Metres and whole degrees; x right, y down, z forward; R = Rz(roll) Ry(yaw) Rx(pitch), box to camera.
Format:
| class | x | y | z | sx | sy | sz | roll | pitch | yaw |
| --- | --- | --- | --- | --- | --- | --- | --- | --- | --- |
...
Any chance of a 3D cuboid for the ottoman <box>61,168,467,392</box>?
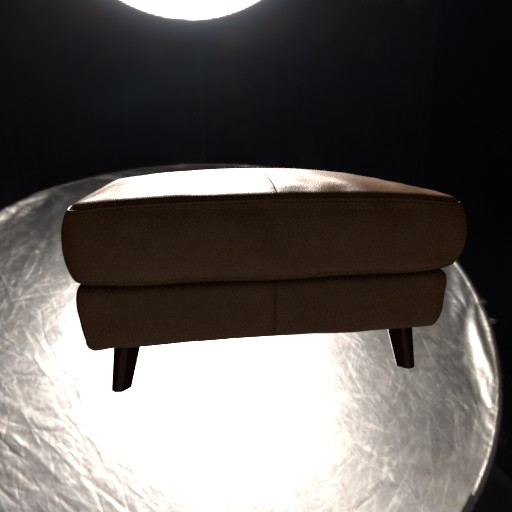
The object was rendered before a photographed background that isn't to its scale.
| class | x | y | z | sx | sy | sz | roll | pitch | yaw |
| --- | --- | --- | --- | --- | --- | --- | --- | --- | --- |
| ottoman | 0.000 | 0.000 | 1.206 | 0.869 | 0.461 | 0.630 | -2 | 15 | -9 |
